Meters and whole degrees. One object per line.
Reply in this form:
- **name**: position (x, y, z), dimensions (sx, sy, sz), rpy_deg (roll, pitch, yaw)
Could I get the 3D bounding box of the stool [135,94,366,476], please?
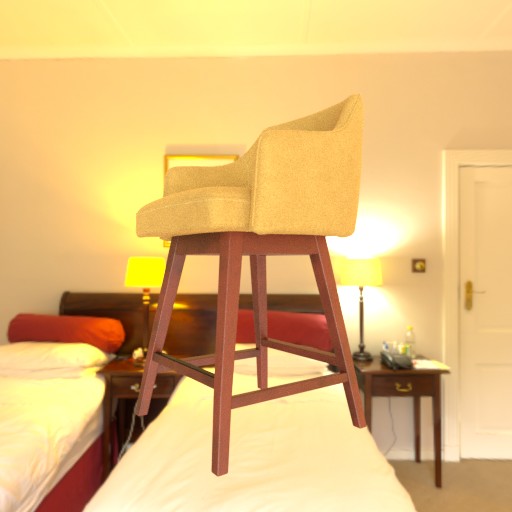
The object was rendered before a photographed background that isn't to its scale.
- **stool**: position (0.000, 0.000, 1.268), dimensions (0.558, 0.924, 0.548), rpy_deg (0, 0, -36)
